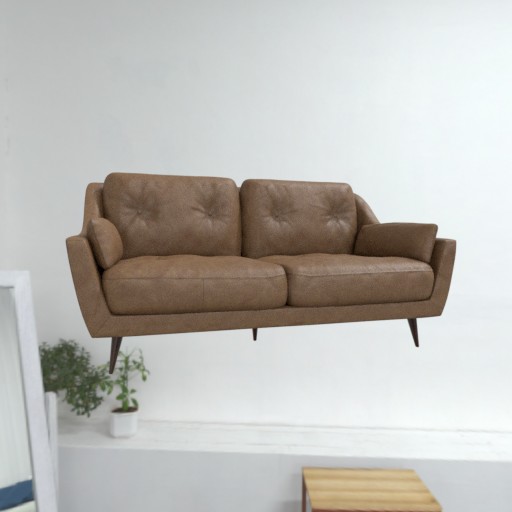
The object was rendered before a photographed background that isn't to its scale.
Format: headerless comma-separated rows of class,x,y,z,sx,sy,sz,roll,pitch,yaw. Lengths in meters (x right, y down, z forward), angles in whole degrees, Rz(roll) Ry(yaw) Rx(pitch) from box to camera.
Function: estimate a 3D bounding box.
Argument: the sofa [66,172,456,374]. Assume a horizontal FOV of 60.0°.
sofa,0.000,0.000,2.285,1.731,0.886,0.981,-1,2,-18
